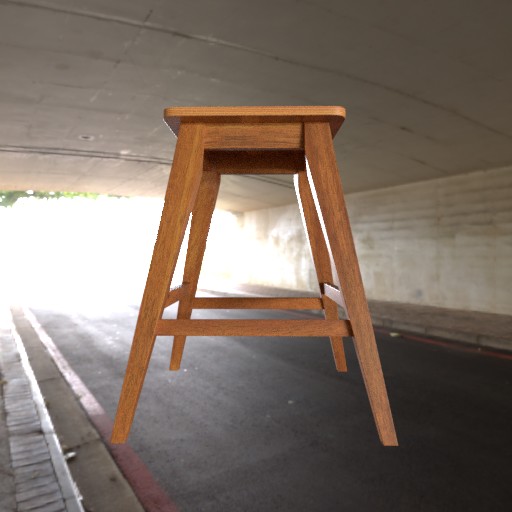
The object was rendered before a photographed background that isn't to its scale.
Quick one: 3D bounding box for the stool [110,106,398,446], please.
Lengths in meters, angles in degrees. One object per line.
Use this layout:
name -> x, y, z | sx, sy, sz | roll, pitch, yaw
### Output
stool -> 0.000, 0.000, 1.016 | 0.500, 0.650, 0.500 | 0, 0, 1
